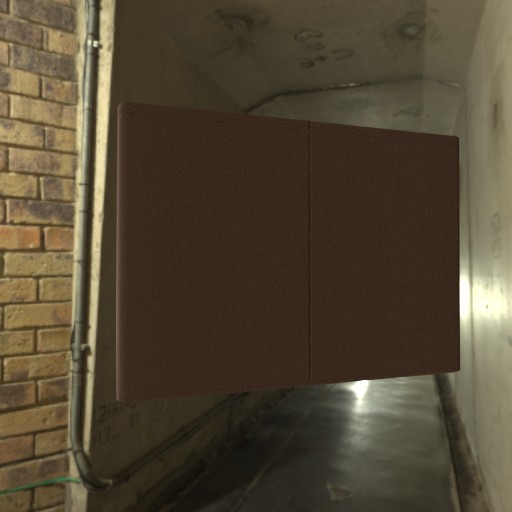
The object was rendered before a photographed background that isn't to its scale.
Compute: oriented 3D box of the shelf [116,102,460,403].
[{"bbox_3d":[0.000,0.000,0.487,0.292,0.210,0.292,0,-1,-18],"label":"shelf"}]
